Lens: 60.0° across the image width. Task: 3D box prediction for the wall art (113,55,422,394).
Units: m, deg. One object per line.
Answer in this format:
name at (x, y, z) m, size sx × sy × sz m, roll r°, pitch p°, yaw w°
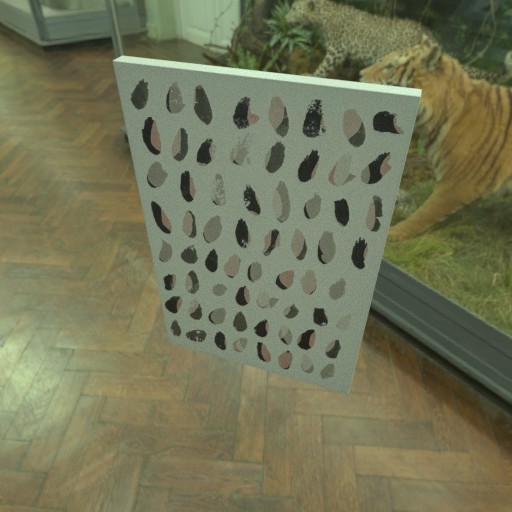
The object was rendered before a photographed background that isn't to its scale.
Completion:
wall art at (0.000, 0.000, 0.760) m, size 0.405 × 0.608 × 0.025 m, roll 12°, pitch 42°, yaw 14°
